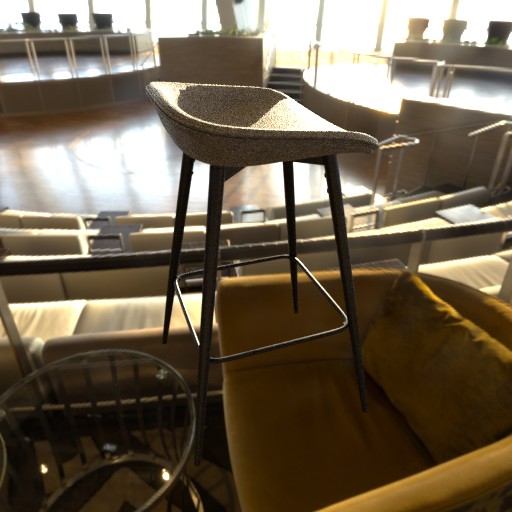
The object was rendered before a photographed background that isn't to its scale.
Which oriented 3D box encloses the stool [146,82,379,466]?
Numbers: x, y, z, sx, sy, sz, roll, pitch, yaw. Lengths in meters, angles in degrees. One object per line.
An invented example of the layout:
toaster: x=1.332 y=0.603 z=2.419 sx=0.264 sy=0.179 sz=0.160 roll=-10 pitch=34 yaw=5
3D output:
stool: x=0.000 y=0.000 z=1.107 sx=0.480 sy=0.814 sz=0.469 roll=-11 pitch=33 yaw=-17
